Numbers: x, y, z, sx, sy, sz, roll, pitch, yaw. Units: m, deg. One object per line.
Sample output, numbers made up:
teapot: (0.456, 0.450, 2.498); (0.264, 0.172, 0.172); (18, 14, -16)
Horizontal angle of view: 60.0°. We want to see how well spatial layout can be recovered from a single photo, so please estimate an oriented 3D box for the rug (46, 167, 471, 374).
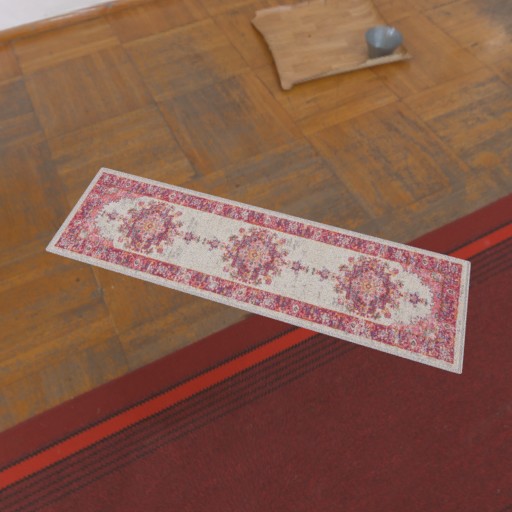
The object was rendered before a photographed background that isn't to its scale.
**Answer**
rug: (0.000, 0.000, 2.483); (2.294, 0.011, 0.666); (15, 59, 9)
